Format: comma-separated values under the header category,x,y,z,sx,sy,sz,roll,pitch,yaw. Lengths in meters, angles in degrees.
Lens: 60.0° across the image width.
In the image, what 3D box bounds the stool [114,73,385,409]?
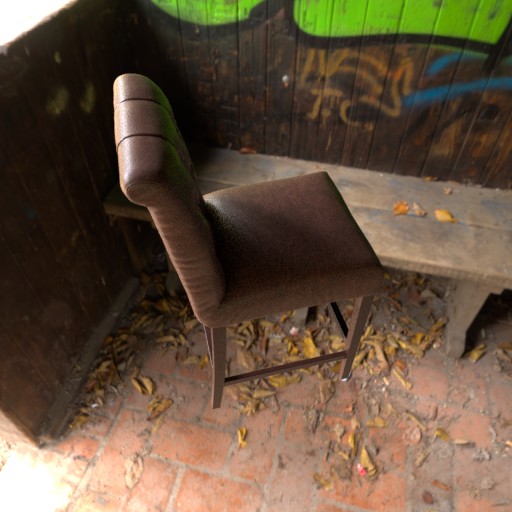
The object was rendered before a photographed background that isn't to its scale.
category,x,y,z,sx,sy,sz,roll,pitch,yaw
stool,0.000,0.000,1.431,0.660,1.084,0.486,-10,48,-9
